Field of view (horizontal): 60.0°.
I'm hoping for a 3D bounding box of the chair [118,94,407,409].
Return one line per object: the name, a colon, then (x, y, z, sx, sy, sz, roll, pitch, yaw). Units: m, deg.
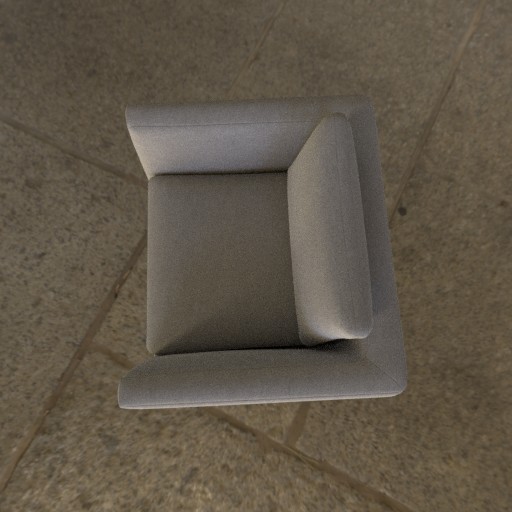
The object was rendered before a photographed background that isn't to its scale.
chair: (0.000, 0.000, 1.694, 0.889, 0.864, 1.041, -3, 76, -1)
